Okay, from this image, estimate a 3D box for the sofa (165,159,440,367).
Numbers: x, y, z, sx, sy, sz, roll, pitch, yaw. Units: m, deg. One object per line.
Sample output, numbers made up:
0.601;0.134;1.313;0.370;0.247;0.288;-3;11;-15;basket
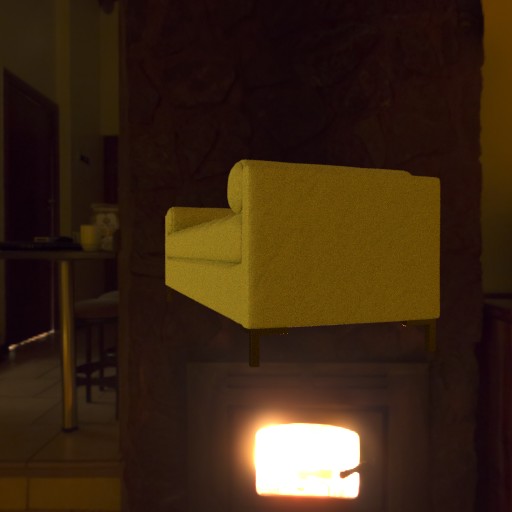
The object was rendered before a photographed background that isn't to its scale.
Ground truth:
0.000;0.000;2.526;0.796;0.705;2.102;0;0;-19;sofa
